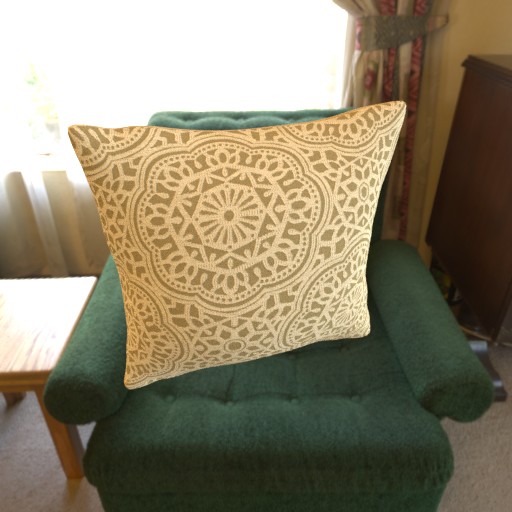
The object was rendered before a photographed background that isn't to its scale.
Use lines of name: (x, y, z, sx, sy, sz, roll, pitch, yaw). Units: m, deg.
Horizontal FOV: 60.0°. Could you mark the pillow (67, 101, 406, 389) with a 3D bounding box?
pillow: (0.000, 0.000, 0.653, 0.438, 0.421, 0.167, -10, 33, -15)
